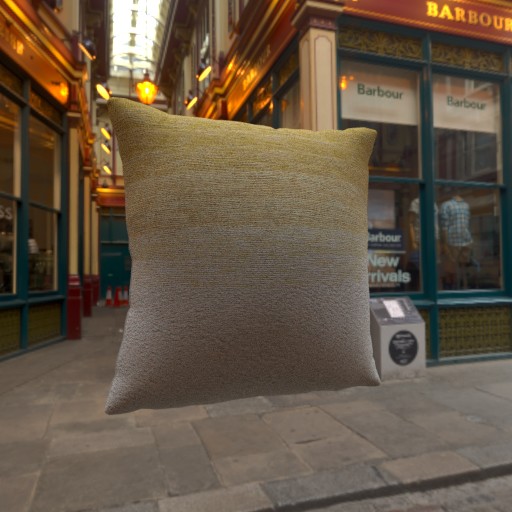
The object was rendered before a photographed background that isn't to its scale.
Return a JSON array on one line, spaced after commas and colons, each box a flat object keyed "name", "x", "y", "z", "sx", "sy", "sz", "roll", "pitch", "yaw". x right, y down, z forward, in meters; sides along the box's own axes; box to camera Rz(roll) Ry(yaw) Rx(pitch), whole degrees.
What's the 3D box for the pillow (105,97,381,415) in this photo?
[{"name": "pillow", "x": 0.000, "y": 0.000, "z": 0.700, "sx": 0.450, "sy": 0.450, "sz": 0.211, "roll": 1, "pitch": -2, "yaw": -19}]
